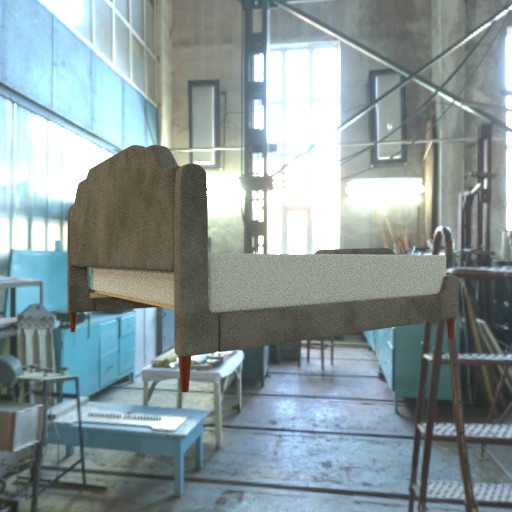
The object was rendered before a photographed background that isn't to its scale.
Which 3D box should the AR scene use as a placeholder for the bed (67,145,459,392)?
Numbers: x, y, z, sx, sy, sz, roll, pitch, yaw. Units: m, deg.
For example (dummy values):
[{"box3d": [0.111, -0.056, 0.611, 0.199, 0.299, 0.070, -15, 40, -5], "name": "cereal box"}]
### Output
[{"box3d": [0.000, 0.000, 3.493, 2.340, 1.245, 2.074, 0, 0, -36], "name": "bed"}]
